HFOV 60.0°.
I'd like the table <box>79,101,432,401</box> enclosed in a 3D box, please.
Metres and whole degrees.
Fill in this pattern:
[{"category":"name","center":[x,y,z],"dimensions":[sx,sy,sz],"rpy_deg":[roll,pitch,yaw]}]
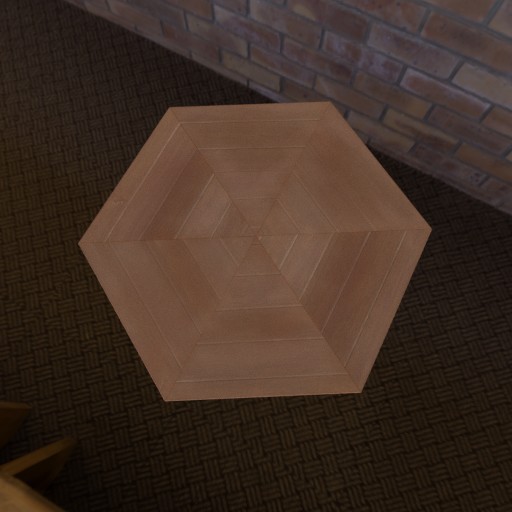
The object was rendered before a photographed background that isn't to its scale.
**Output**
[{"category":"table","center":[0.000,0.000,1.663],"dimensions":[1.154,0.456,1.000],"rpy_deg":[-2,73,-1]}]
